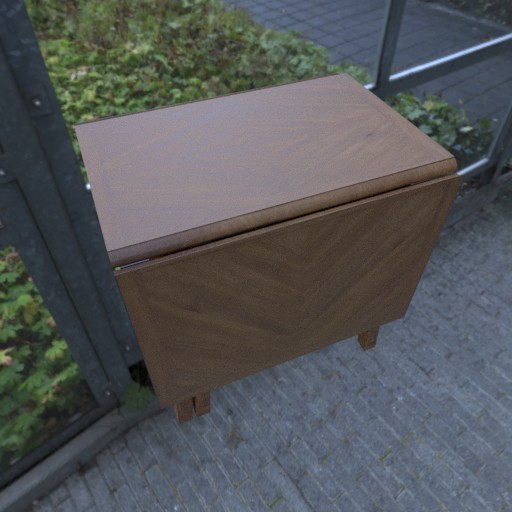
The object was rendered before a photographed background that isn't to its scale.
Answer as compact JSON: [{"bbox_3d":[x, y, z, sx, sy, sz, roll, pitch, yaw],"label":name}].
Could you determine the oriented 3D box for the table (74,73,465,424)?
[{"bbox_3d":[0.000,0.000,1.660,0.967,0.981,0.701,-17,48,-16],"label":"table"}]
